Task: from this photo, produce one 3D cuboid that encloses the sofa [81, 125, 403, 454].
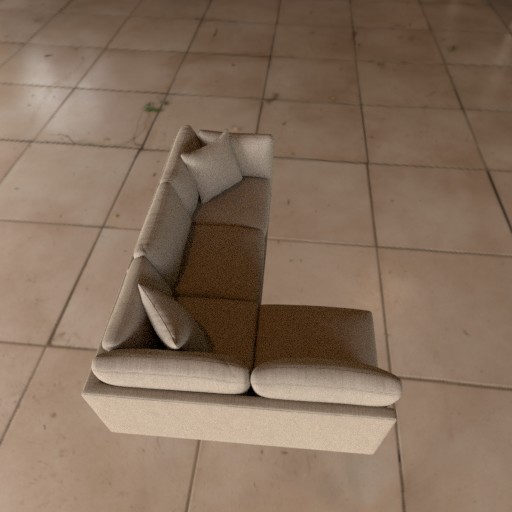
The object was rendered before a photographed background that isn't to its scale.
[{"bbox_3d":[0.000,0.000,3.849,1.994,0.978,2.896,4,48,3],"label":"sofa"}]
